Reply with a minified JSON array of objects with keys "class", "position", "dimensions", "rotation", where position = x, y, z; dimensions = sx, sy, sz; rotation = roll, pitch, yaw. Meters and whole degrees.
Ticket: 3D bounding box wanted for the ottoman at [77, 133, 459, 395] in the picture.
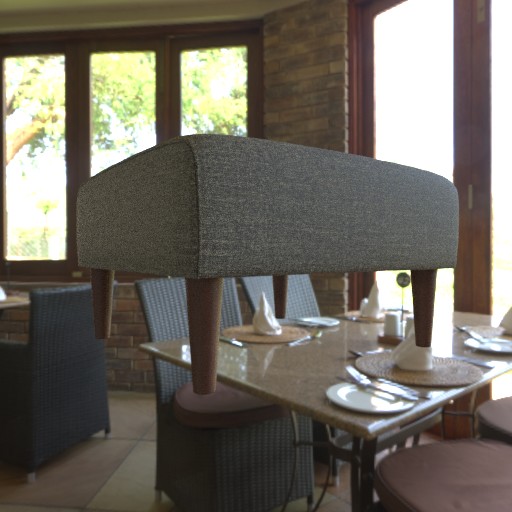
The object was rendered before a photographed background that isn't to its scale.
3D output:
[{"class":"ottoman","position":[0.000,0.000,1.026],"dimensions":[0.655,0.399,0.648],"rotation":[0,1,-36]}]
